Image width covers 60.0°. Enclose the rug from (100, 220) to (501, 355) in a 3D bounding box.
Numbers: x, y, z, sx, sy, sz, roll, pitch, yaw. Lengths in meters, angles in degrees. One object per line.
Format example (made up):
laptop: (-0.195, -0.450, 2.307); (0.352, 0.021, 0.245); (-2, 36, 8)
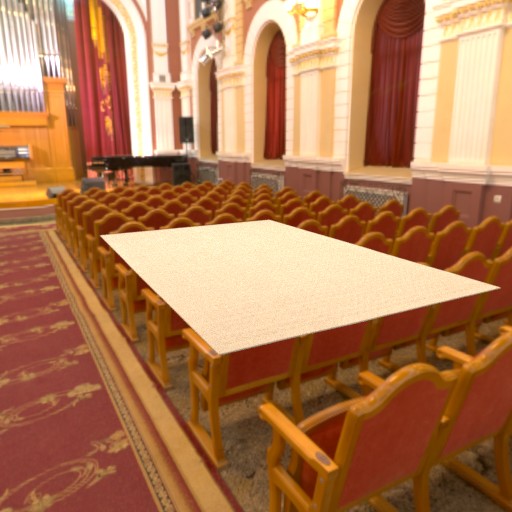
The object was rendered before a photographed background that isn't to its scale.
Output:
rug: (0.000, 0.000, 2.820); (1.523, 0.006, 2.289); (-8, 16, -27)
